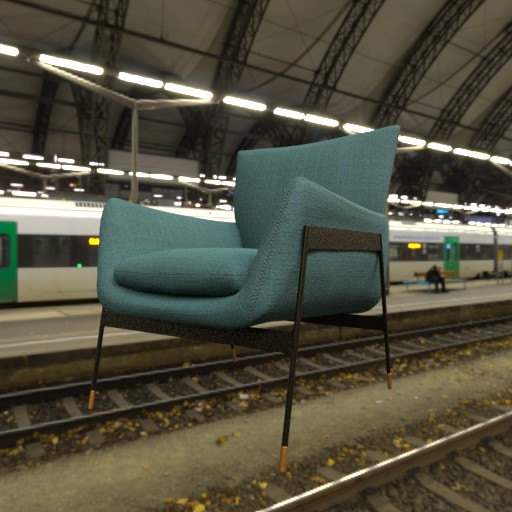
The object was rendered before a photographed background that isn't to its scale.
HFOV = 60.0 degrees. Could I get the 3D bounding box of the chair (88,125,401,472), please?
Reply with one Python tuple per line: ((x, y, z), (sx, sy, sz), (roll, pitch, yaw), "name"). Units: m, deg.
((0.000, 0.000, 1.357), (0.678, 0.859, 0.769), (0, 0, 35), "chair")
